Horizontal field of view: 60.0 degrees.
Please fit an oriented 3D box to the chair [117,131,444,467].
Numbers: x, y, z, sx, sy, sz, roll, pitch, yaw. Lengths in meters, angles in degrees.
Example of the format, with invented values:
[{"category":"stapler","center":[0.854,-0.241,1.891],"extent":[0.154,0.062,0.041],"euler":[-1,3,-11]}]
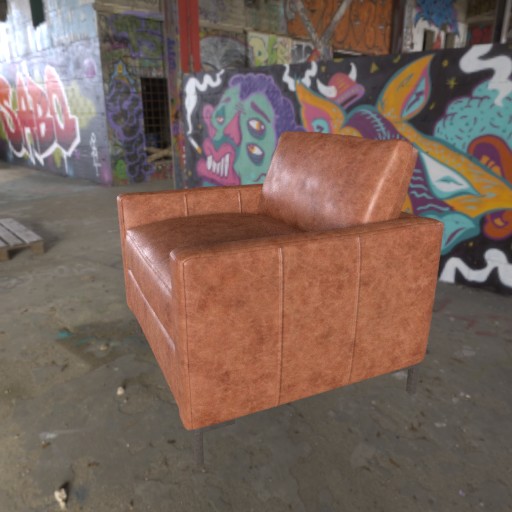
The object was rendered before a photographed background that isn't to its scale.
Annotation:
[{"category":"chair","center":[0.000,0.000,1.647],"extent":[0.862,0.869,0.967],"euler":[-8,20,-24]}]
